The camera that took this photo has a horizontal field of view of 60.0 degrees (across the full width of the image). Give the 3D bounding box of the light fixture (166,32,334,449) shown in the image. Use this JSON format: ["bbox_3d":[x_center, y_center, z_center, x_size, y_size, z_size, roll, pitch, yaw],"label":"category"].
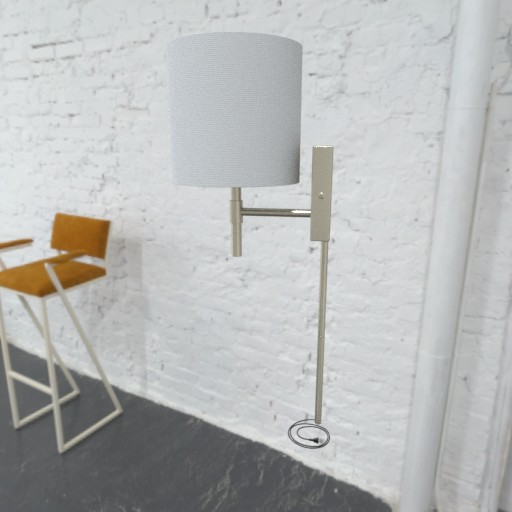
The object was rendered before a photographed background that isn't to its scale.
[{"bbox_3d":[0.000,0.000,0.680,0.248,0.589,0.188,2,14,10],"label":"light fixture"}]
